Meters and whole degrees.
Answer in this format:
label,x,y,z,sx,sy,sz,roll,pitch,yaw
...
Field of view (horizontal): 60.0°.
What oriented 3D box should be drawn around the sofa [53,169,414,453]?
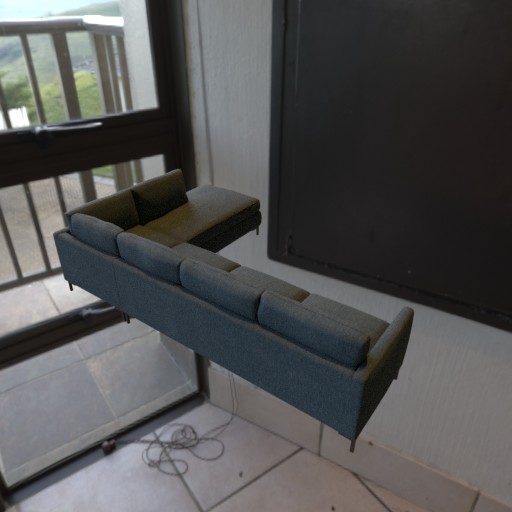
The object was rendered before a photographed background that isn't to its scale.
label,x,y,z,sx,sy,sz,roll,pitch,yaw
sofa,0.000,0.000,3.870,2.949,0.815,2.007,21,36,31
